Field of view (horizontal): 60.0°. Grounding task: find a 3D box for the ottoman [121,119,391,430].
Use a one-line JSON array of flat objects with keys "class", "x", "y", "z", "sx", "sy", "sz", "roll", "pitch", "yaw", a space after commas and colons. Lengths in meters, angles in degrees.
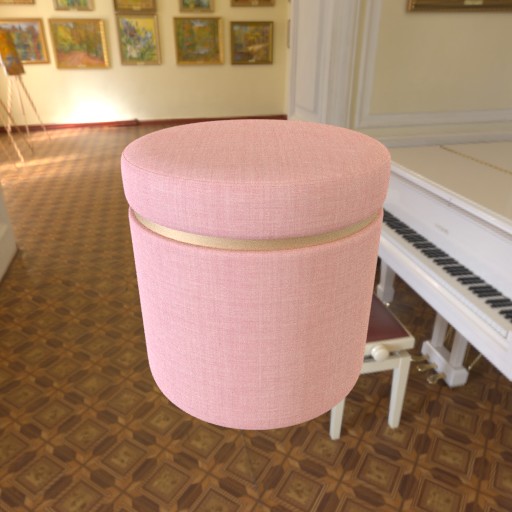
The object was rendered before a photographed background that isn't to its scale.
[{"class": "ottoman", "x": 0.000, "y": 0.000, "z": 0.755, "sx": 0.400, "sy": 0.406, "sz": 0.400, "roll": 0, "pitch": 26, "yaw": 0}]
